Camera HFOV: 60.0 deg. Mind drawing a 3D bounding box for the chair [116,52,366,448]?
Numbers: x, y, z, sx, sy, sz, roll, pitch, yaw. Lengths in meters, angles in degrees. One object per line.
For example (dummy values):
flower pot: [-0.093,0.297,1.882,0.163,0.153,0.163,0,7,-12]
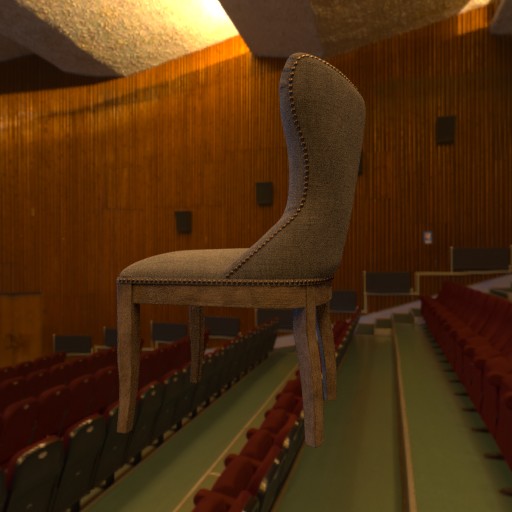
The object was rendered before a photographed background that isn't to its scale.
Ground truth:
chair: [0.000,0.000,1.420,0.681,1.002,0.654,0,0,16]
